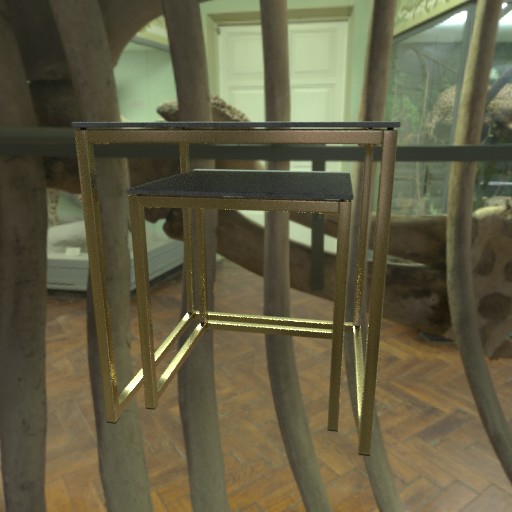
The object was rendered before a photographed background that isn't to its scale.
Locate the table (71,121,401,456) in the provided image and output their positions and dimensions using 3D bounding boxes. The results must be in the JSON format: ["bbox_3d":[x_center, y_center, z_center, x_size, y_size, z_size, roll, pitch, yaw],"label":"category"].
[{"bbox_3d":[0.000,0.000,0.871,0.450,0.500,0.450,3,17,10],"label":"table"}]
